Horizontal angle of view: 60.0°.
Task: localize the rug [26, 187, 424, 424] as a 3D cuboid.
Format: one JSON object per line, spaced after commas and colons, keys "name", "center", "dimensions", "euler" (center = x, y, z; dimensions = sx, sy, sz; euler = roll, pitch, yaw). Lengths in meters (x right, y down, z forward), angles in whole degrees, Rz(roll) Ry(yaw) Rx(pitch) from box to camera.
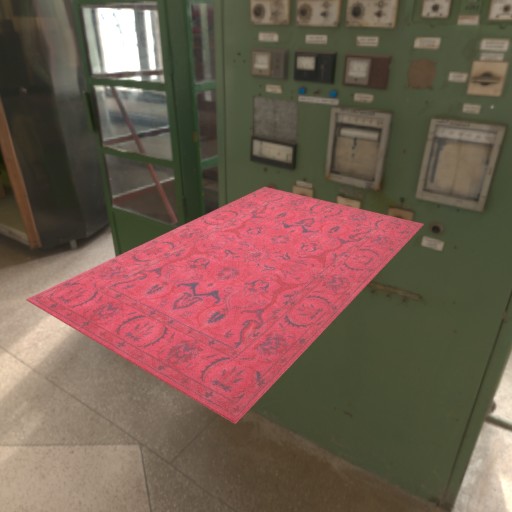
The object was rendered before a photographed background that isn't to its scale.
{"name": "rug", "center": [0.000, 0.000, 3.034], "dimensions": [1.534, 0.010, 2.423], "euler": [19, 33, 31]}
